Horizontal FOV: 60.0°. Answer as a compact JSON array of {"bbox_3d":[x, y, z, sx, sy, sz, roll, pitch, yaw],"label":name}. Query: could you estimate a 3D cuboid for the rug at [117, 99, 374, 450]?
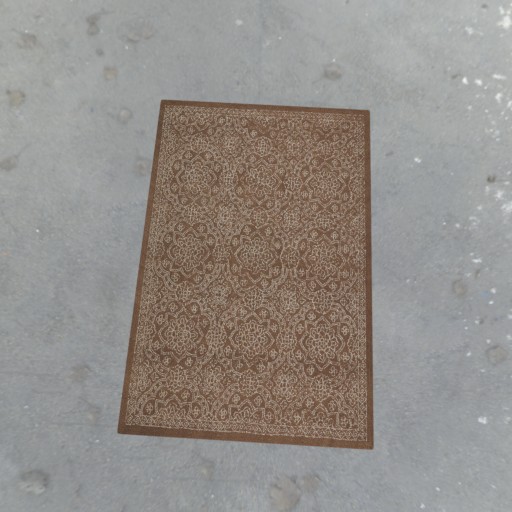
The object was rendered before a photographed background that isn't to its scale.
[{"bbox_3d":[0.000,0.000,2.340,1.219,0.010,1.829,3,75,1],"label":"rug"}]
